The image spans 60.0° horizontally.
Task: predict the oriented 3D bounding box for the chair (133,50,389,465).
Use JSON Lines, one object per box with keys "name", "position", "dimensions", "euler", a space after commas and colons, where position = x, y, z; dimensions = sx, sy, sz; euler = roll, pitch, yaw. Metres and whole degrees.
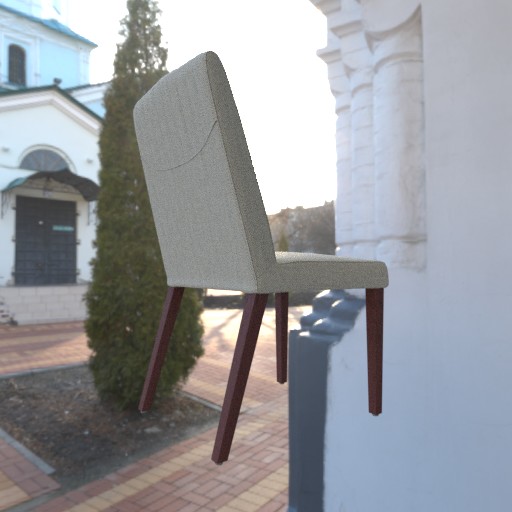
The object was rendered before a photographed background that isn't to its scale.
{"name": "chair", "position": [0.000, 0.000, 1.270], "dimensions": [0.594, 0.900, 0.480], "euler": [1, -2, -36]}
